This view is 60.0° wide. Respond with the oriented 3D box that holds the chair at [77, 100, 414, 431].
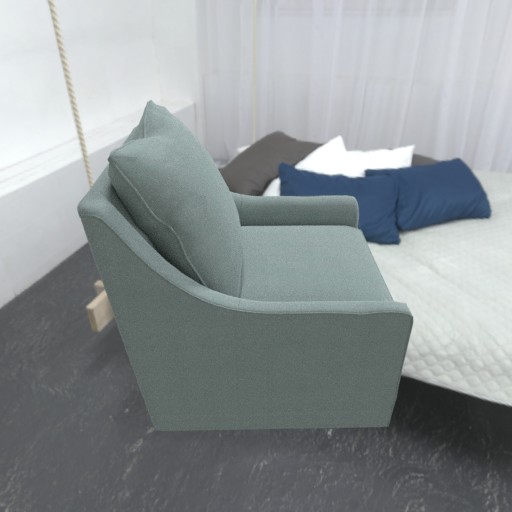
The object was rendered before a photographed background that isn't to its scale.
[{"bbox_3d":[0.000,0.000,1.533,0.870,0.926,0.760,-1,32,-1],"label":"chair"}]
